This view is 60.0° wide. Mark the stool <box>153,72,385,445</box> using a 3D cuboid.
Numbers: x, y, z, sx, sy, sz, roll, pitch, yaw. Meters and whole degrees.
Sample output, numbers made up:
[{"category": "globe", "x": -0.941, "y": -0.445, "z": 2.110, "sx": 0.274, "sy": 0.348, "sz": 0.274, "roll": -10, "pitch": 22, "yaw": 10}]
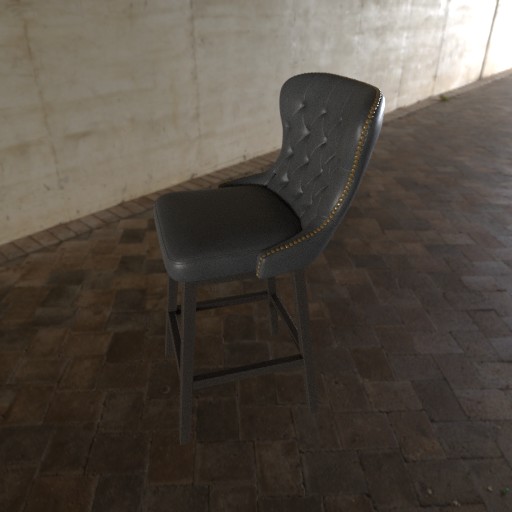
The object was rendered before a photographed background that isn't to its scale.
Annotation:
[{"category": "stool", "x": 0.000, "y": 0.000, "z": 1.328, "sx": 0.593, "sy": 0.971, "sz": 0.528, "roll": -8, "pitch": 31, "yaw": -14}]
